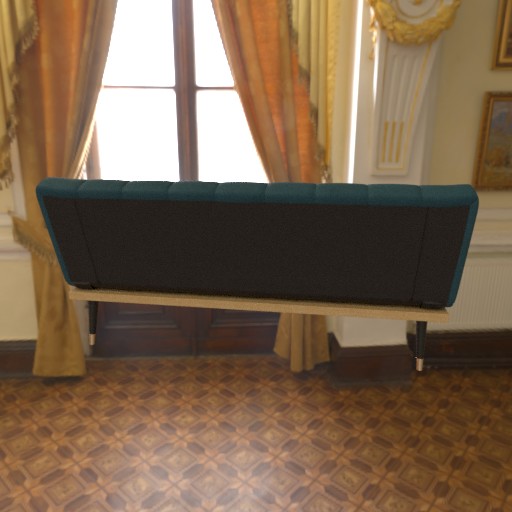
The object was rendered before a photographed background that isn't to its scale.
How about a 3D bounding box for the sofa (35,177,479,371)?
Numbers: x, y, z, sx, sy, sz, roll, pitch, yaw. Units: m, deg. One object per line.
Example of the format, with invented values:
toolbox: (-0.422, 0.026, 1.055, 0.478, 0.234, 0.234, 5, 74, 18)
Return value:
sofa: (0.000, 0.000, 2.255, 1.810, 0.825, 0.830, 2, 15, 9)
